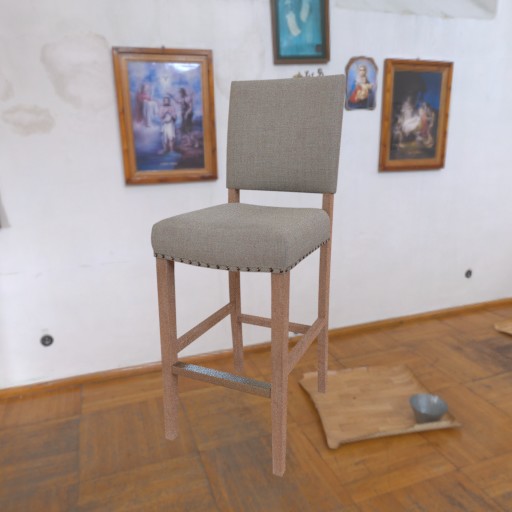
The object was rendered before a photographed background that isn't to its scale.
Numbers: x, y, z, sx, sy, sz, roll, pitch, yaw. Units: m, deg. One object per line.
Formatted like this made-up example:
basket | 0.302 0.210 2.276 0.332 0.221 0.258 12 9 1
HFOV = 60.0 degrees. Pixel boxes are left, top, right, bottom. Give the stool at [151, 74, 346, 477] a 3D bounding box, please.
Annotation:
stool | 0.000 0.000 1.523 0.445 1.203 0.585 7 16 24
